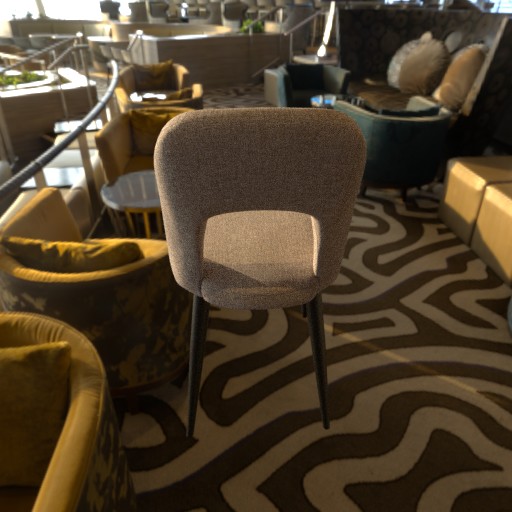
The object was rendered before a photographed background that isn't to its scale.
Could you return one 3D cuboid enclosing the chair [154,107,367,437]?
[{"bbox_3d":[0.000,0.000,1.256,0.470,0.931,0.612,-1,31,-2],"label":"chair"}]
